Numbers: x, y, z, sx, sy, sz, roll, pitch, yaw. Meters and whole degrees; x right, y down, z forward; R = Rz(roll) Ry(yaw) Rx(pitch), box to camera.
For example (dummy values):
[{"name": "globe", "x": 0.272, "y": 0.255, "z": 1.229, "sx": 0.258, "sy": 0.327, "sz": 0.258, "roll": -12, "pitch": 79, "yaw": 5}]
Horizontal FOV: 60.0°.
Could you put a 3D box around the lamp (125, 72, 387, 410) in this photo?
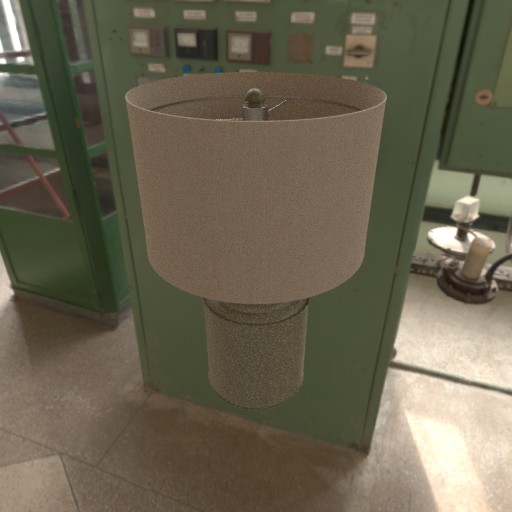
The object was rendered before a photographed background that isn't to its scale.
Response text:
[{"name": "lamp", "x": 0.000, "y": 0.000, "z": 0.677, "sx": 0.318, "sy": 0.486, "sz": 0.318, "roll": 0, "pitch": 30, "yaw": 0}]
